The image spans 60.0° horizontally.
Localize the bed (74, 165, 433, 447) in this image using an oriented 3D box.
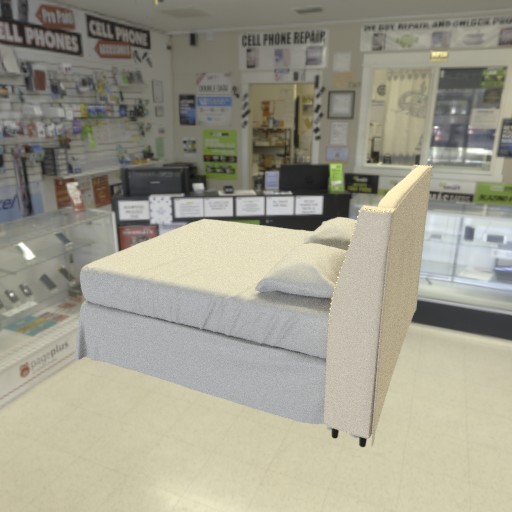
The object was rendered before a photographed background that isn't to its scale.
[{"bbox_3d":[0.000,0.000,3.420,2.276,1.332,1.925,9,20,24],"label":"bed"}]
